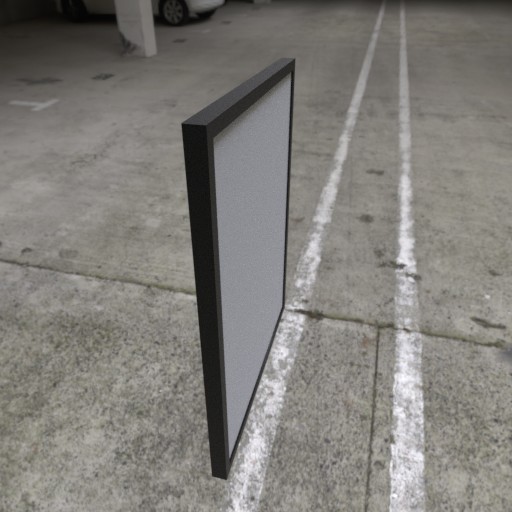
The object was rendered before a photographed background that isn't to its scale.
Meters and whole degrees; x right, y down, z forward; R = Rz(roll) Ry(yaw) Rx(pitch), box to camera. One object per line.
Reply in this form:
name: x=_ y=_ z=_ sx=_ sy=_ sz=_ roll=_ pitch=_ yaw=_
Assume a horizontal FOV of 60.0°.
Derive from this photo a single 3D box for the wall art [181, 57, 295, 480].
wall art: x=0.000 y=0.000 z=0.531 sx=0.018 sy=0.397 sz=0.325 roll=8 pitch=32 yaw=13
